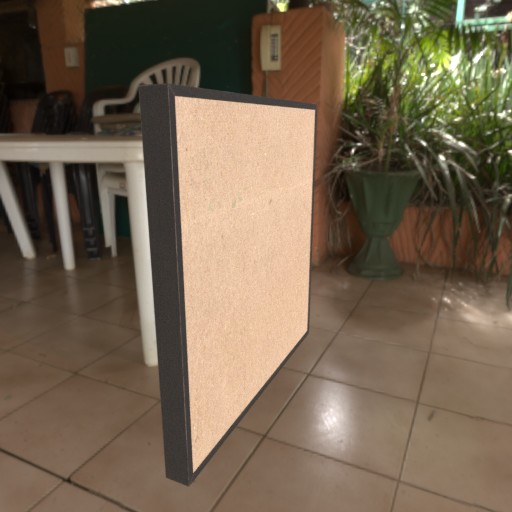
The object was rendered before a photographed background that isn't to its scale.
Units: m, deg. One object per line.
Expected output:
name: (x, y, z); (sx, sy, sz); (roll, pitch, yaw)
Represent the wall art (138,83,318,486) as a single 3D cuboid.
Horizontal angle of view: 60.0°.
wall art: (0.000, 0.000, 0.753); (0.038, 0.508, 0.508); (7, 18, 24)
